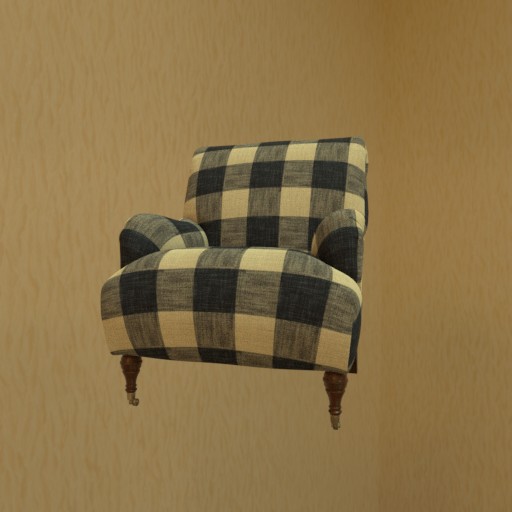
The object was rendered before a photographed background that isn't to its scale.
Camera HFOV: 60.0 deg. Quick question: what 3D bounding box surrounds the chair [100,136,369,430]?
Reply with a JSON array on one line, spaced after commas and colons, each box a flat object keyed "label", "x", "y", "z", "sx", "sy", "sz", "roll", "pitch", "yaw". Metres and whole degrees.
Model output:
[{"label": "chair", "x": 0.000, "y": 0.000, "z": 1.595, "sx": 0.781, "sy": 0.953, "sz": 0.848, "roll": 0, "pitch": 2, "yaw": 17}]
